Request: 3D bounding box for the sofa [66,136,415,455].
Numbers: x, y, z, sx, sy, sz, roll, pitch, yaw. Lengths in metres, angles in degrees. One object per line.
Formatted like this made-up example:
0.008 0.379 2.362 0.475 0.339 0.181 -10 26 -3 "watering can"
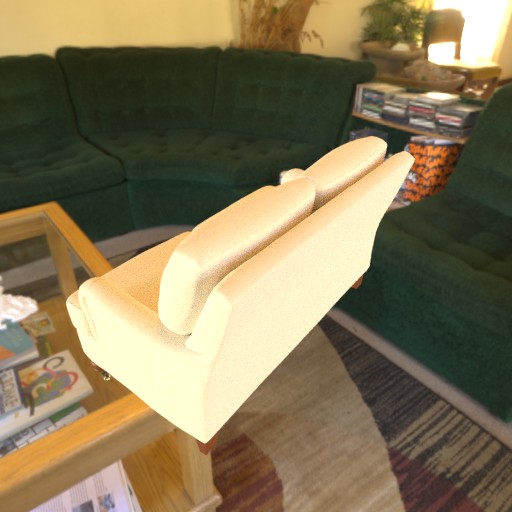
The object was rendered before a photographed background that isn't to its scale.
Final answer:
0.000 0.000 2.534 1.084 1.101 1.853 21 37 30 "sofa"
